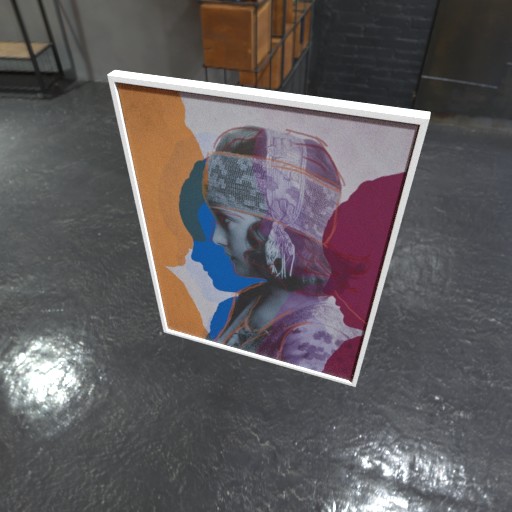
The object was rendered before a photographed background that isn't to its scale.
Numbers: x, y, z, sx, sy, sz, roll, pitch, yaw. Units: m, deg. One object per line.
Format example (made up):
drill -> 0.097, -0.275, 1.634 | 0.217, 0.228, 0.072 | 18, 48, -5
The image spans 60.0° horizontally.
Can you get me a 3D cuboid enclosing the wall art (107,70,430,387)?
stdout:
wall art -> 0.000, 0.000, 1.405 | 0.795, 1.050, 0.039 | 13, 44, 14
